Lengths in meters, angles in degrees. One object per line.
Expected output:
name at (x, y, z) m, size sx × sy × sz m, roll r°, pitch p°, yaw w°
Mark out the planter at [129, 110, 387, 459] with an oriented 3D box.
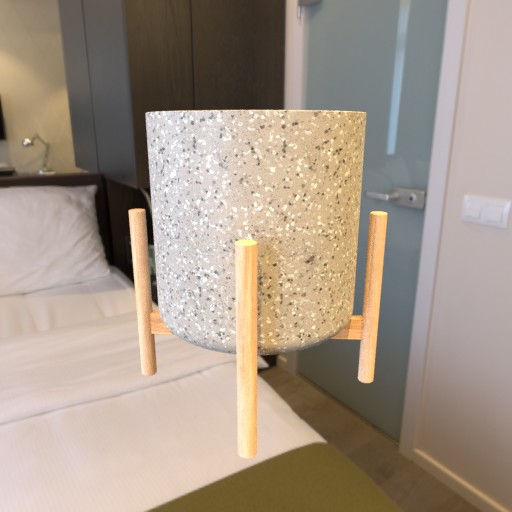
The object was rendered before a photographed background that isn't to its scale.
planter at (0.000, 0.000, 0.684) m, size 0.360 × 0.419 × 0.360 m, roll 8°, pitch 18°, yaw 25°
